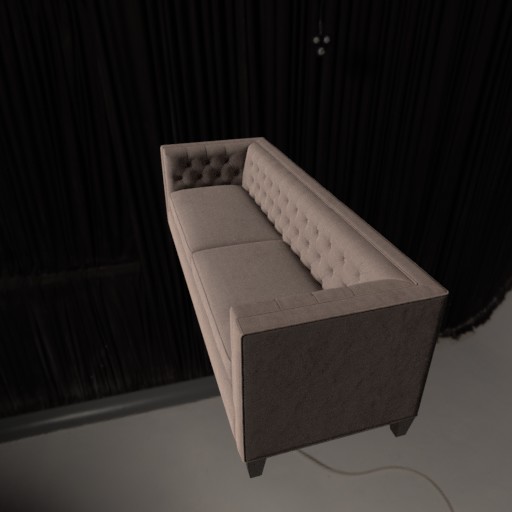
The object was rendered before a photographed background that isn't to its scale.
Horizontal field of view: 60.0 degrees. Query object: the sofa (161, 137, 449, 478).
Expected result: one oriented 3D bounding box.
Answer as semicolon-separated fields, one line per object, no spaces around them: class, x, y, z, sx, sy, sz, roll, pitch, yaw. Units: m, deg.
sofa;0.000;0.000;2.526;0.775;0.762;2.159;-9;31;-15
